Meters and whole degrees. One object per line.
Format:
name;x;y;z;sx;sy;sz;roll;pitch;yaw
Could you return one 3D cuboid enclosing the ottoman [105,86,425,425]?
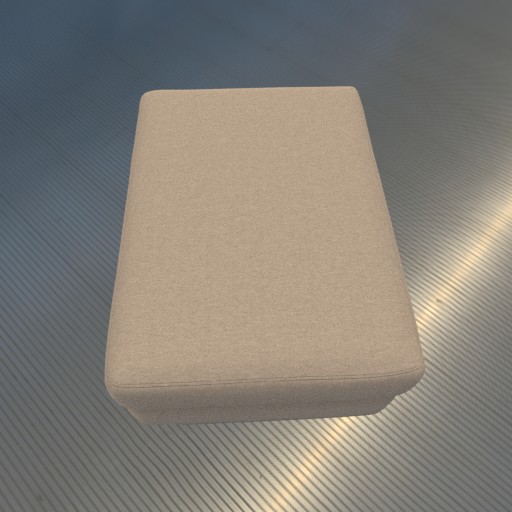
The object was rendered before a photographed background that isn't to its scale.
ottoman;0.000;0.000;1.102;0.574;0.497;0.773;-2;59;-1
